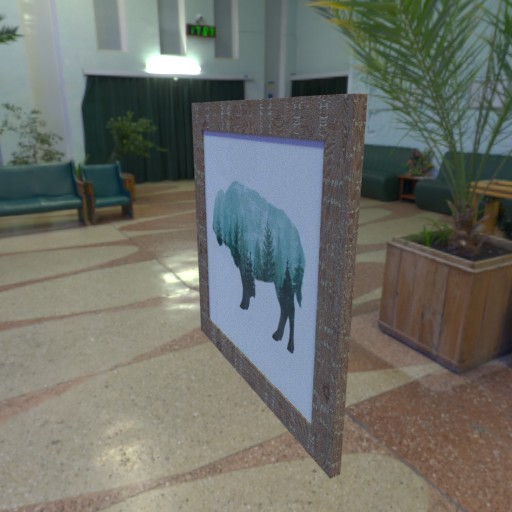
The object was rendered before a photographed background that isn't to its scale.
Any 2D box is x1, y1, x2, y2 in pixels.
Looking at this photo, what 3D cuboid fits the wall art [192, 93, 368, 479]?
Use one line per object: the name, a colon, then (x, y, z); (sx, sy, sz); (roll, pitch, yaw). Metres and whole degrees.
wall art: (0.000, 0.000, 0.573); (0.022, 0.380, 0.380); (-9, 20, -26)
